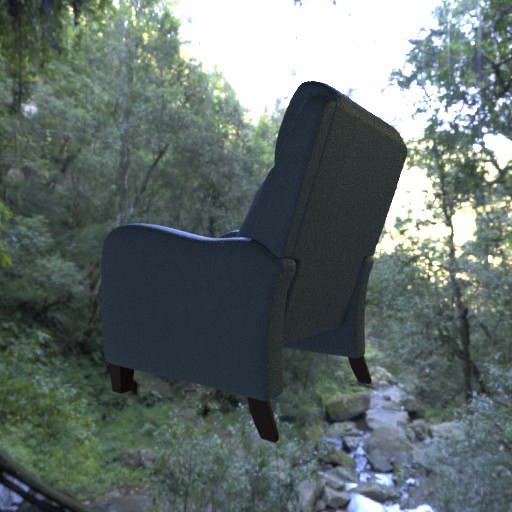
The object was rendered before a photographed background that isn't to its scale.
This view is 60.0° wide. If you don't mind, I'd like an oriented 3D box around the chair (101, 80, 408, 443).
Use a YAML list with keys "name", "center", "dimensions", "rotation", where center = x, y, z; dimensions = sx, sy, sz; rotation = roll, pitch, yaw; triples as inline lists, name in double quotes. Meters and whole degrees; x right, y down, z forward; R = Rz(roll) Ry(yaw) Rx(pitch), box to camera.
- name: "chair"
  center: [0.000, 0.000, 1.757]
  dimensions: [0.988, 1.067, 0.785]
  rotation: [0, 1, 36]
